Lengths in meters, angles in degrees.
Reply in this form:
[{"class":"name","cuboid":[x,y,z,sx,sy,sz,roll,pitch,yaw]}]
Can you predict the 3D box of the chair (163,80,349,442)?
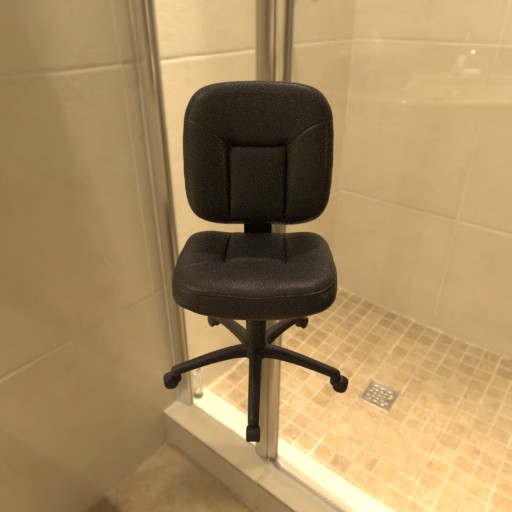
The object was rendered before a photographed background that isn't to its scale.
[{"class":"chair","cuboid":[0.000,0.000,1.391,0.647,0.959,0.646,1,29,1]}]
